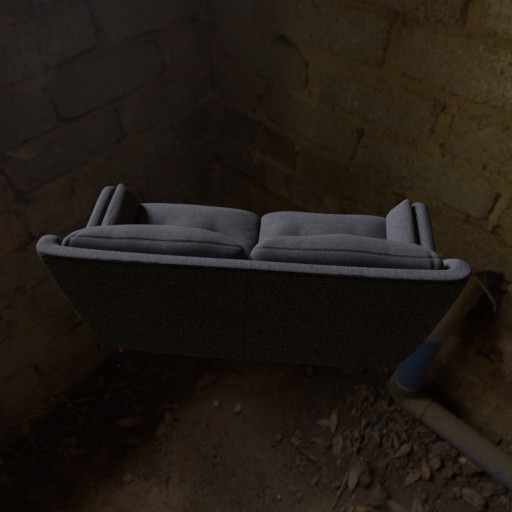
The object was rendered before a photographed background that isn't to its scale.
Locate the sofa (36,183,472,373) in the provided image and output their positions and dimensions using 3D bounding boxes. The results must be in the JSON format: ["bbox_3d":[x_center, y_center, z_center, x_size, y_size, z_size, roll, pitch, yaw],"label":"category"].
[{"bbox_3d":[0.000,0.000,2.428,1.929,0.896,0.975,4,47,3],"label":"sofa"}]
